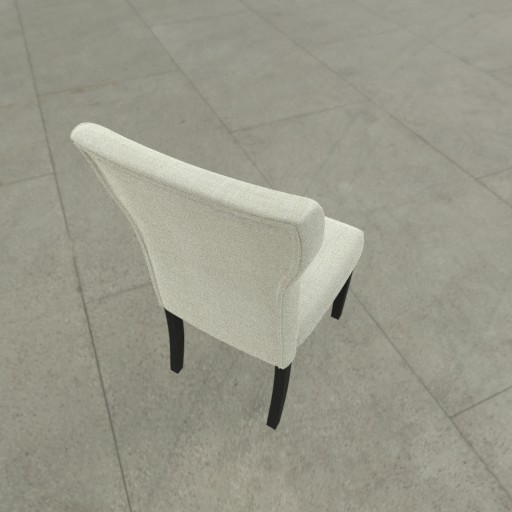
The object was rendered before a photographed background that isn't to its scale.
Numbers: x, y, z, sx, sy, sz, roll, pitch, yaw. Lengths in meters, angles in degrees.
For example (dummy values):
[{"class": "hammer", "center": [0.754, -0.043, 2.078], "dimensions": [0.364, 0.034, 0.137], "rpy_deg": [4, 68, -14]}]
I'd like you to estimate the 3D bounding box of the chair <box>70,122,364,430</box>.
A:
[{"class": "chair", "center": [0.000, 0.000, 1.234], "dimensions": [0.509, 0.921, 0.597], "rpy_deg": [23, 50, 21]}]
